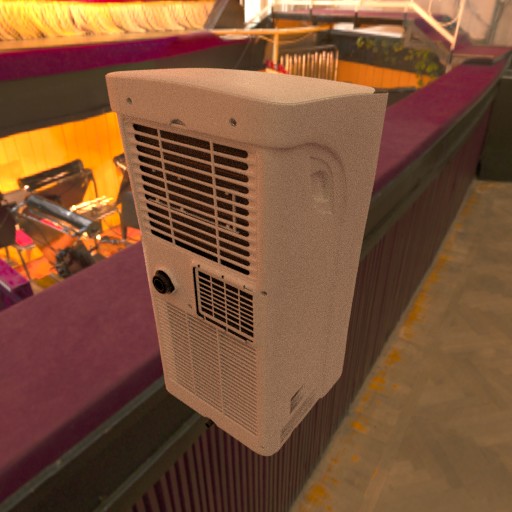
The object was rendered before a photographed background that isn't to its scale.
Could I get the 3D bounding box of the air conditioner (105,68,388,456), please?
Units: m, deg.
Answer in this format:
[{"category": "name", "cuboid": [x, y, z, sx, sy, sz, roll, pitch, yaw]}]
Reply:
[{"category": "air conditioner", "cuboid": [0.000, 0.000, 0.892, 0.352, 0.716, 0.369, 22, 37, 32]}]
